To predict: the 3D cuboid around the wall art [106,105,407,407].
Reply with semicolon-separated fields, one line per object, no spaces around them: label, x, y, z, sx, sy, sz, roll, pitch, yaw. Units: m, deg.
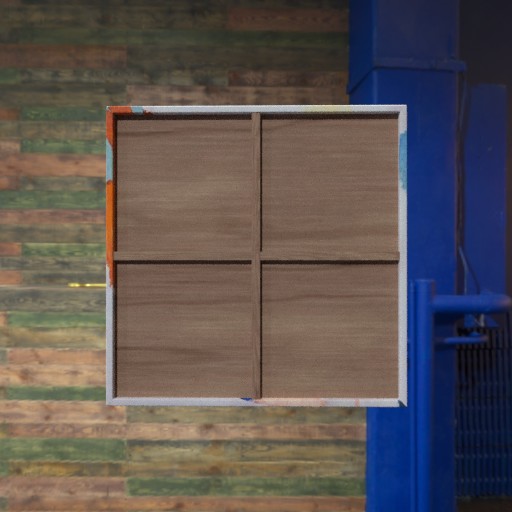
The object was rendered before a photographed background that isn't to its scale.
wall art;0.000;0.000;1.518;1.017;1.017;0.044;0;0;1
